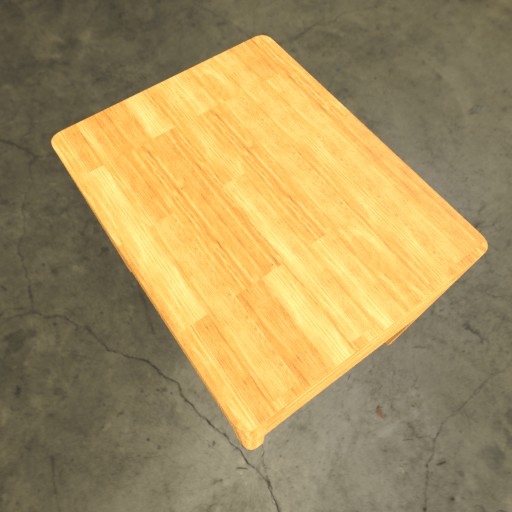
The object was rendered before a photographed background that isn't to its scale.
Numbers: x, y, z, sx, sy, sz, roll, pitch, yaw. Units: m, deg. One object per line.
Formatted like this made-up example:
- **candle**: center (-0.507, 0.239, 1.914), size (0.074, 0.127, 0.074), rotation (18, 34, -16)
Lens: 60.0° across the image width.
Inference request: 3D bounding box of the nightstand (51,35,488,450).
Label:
- **nightstand**: center (0.000, 0.000, 0.891), size (0.440, 0.470, 0.560), rotation (-33, 68, -15)
